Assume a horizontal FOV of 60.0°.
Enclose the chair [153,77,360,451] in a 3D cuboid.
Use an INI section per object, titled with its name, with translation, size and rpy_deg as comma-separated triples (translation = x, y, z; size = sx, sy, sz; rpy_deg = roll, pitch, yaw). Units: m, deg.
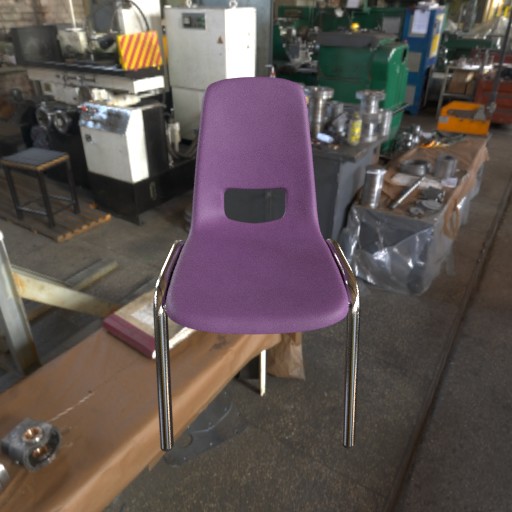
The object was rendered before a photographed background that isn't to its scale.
[chair]
translation = 0.000, 0.000, 0.841
size = 0.356, 0.584, 0.419
rpy_deg = -1, 30, -1
